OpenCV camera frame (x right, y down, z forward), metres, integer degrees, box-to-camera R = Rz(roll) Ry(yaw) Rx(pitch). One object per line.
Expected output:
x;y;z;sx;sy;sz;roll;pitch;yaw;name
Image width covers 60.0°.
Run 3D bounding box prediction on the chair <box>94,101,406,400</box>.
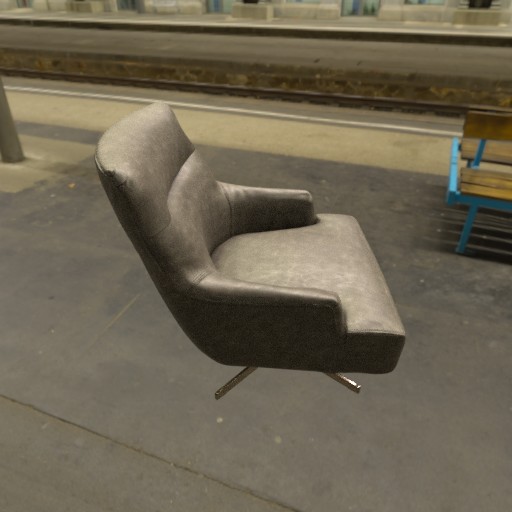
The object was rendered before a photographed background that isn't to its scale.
0.000;0.000;1.498;0.874;0.870;0.738;0;32;0;chair
